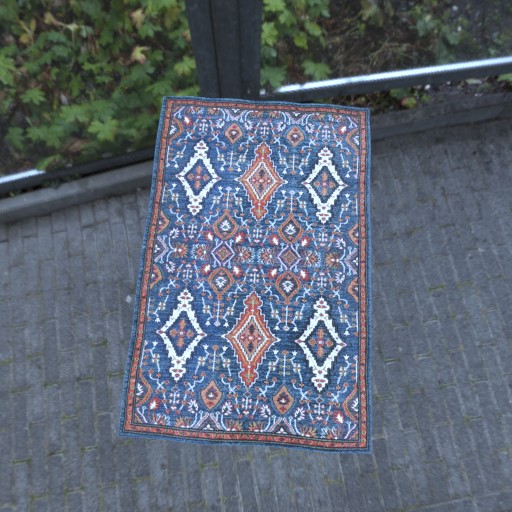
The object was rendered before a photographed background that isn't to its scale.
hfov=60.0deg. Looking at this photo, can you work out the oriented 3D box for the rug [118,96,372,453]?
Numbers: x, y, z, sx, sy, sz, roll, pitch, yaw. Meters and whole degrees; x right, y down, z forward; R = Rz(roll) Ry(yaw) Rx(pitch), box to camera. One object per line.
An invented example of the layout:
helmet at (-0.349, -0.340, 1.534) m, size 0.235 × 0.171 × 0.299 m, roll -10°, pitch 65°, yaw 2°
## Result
rug at (0.000, 0.000, 2.306) m, size 1.195 × 0.014 × 1.847 m, roll 4°, pitch 75°, yaw 1°
